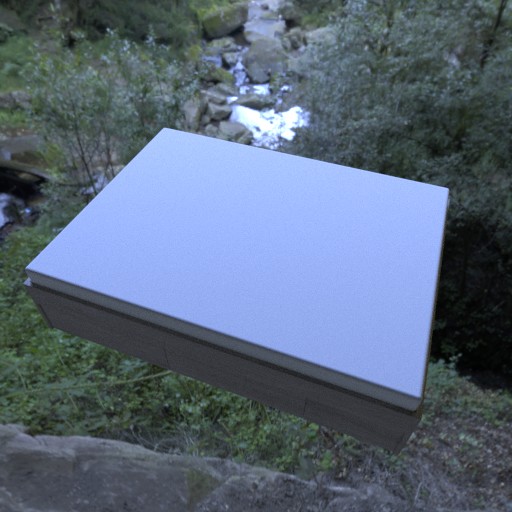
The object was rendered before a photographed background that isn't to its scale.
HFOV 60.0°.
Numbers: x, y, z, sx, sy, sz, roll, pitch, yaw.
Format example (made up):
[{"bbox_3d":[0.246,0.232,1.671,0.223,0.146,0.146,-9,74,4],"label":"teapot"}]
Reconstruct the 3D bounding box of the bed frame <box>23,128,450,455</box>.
[{"bbox_3d":[0.000,0.000,2.551,1.944,0.490,1.448,16,49,14],"label":"bed frame"}]
